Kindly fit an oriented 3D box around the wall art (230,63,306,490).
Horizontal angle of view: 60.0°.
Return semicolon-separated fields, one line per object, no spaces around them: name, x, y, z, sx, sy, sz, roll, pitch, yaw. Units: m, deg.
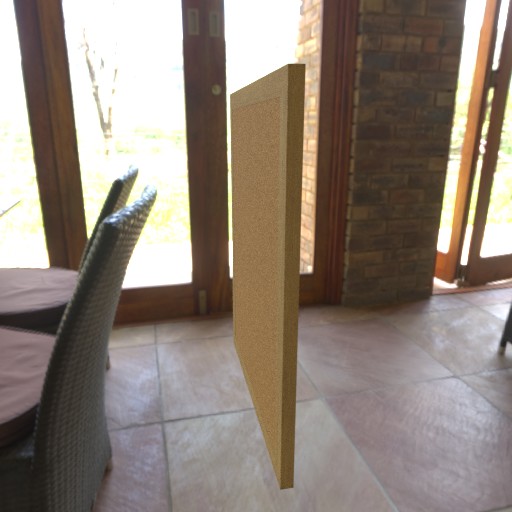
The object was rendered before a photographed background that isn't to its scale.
wall art;0.000;0.000;0.771;0.020;0.561;0.460;-3;16;-11
